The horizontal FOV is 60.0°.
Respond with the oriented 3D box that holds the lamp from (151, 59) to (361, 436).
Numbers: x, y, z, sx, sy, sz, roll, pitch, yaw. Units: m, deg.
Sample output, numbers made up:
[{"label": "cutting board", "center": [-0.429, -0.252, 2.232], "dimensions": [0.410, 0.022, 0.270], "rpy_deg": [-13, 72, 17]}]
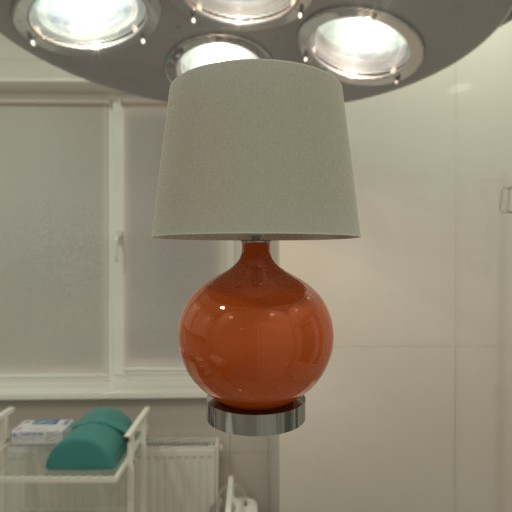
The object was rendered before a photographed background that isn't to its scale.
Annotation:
[{"label": "lamp", "center": [0.000, 0.000, 0.535], "dimensions": [0.247, 0.387, 0.247], "rpy_deg": [0, 0, 0]}]
